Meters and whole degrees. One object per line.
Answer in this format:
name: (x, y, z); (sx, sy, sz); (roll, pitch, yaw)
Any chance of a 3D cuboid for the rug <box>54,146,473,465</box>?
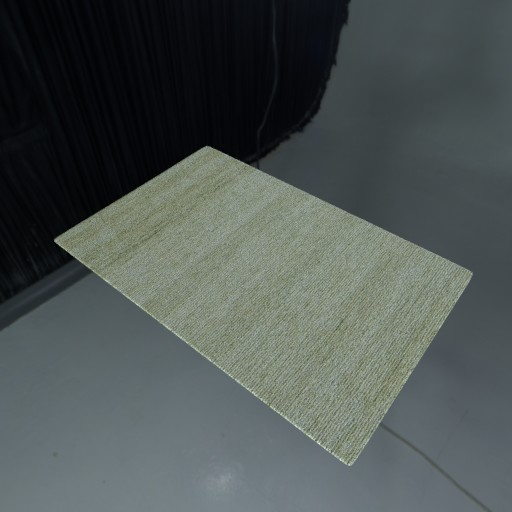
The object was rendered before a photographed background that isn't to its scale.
rug: (0.000, 0.000, 2.193); (1.758, 0.010, 1.143); (30, 53, 26)
